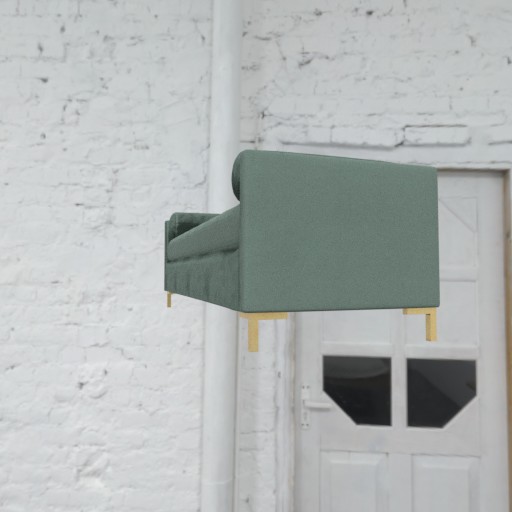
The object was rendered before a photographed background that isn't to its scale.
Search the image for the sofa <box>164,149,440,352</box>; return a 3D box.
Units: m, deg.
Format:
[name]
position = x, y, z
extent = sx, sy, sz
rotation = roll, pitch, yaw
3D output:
[sofa]
position = 0.000, 0.000, 2.519
extent = 0.796, 0.705, 2.102
rotation = 1, -2, -19
